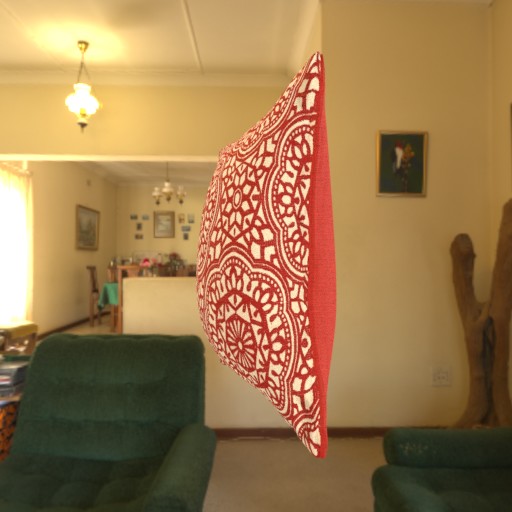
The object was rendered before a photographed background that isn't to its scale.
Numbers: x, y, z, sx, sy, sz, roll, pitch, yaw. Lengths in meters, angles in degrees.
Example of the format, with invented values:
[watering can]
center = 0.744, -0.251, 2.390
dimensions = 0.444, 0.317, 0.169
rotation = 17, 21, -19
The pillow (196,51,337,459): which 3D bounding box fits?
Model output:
[pillow]
center = 0.000, 0.000, 0.661
dimensions = 0.162, 0.419, 0.438
rotation = 0, 0, -18
